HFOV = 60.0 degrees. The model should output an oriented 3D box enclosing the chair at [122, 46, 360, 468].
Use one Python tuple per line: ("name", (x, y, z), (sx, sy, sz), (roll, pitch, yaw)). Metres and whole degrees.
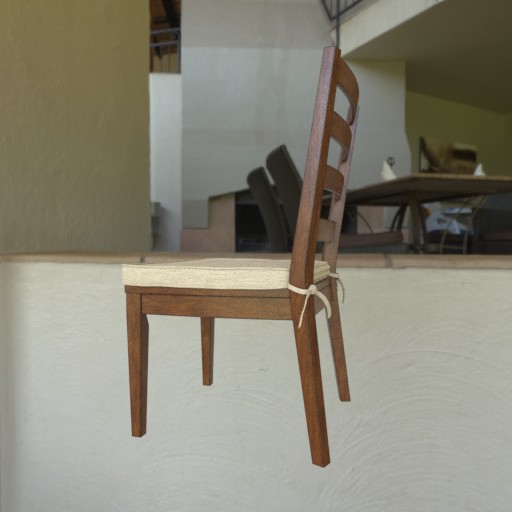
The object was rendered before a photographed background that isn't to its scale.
("chair", (0.000, 0.000, 1.338), (0.595, 0.979, 0.593), (1, 2, 18))
